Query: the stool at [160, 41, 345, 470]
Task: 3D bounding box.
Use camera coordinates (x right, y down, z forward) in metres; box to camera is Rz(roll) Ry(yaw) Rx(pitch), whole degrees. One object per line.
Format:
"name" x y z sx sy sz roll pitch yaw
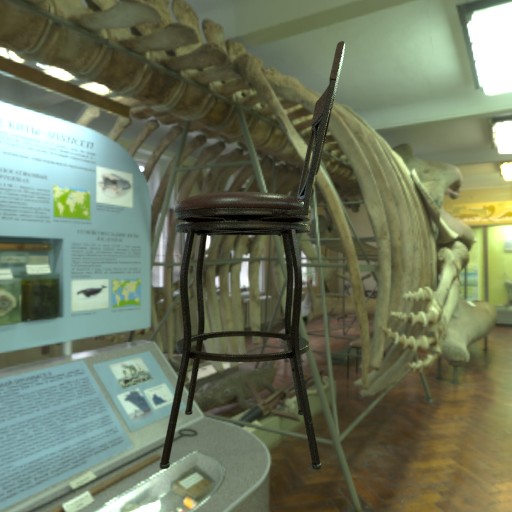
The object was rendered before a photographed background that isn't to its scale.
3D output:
"stool" 0.000 0.000 1.388 0.513 1.130 0.448 0 0 0
